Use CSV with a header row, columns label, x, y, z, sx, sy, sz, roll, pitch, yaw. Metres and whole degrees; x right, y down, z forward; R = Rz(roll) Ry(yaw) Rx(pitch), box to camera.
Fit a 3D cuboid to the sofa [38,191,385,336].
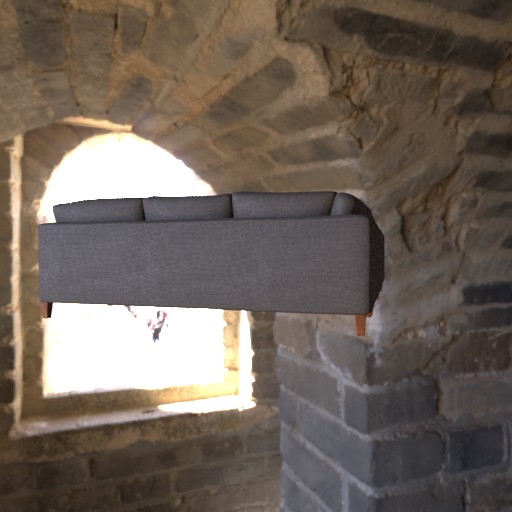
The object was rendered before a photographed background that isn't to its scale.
label,x,y,z,sx,sy,sz,roll,pitch,yaw
sofa,0.000,0.000,4.739,2.594,0.961,3.460,0,1,18
